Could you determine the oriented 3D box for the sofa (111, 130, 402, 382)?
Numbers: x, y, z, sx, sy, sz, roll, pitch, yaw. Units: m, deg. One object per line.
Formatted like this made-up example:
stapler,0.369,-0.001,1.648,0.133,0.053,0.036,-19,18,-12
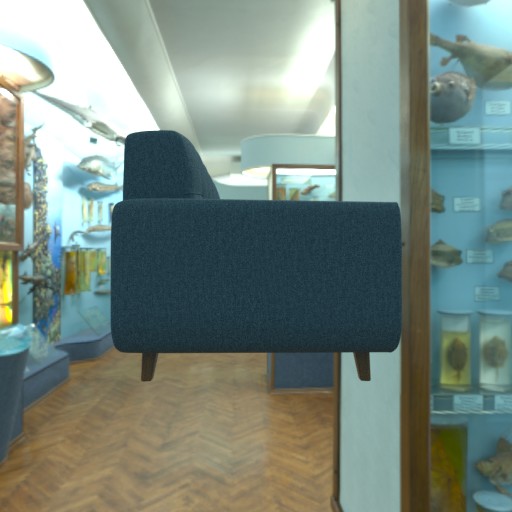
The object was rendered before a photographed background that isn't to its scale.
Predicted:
sofa,0.000,0.000,2.216,0.942,0.896,1.651,0,0,0
